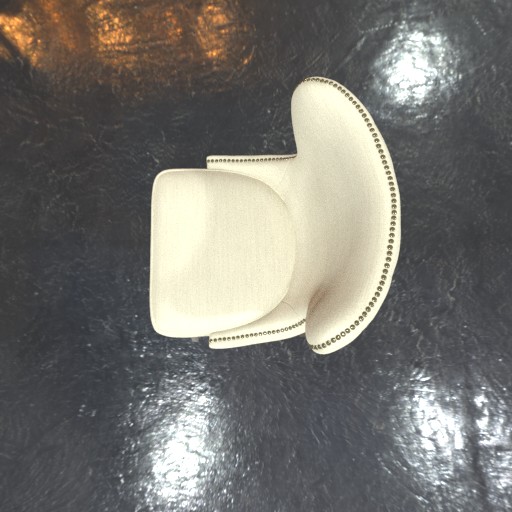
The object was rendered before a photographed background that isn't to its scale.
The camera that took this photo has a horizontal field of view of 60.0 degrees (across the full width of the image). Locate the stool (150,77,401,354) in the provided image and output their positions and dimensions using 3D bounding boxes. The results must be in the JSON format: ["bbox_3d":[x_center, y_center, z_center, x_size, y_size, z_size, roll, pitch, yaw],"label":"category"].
[{"bbox_3d":[0.000,0.000,1.361,0.597,0.972,0.615,-2,76,-1],"label":"stool"}]
